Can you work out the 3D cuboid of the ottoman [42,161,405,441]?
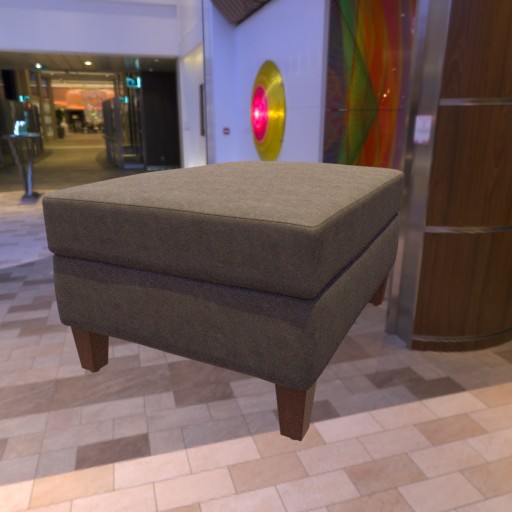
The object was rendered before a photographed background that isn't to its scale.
[{"bbox_3d":[0.000,0.000,1.210,0.639,0.464,0.839,8,19,25],"label":"ottoman"}]
